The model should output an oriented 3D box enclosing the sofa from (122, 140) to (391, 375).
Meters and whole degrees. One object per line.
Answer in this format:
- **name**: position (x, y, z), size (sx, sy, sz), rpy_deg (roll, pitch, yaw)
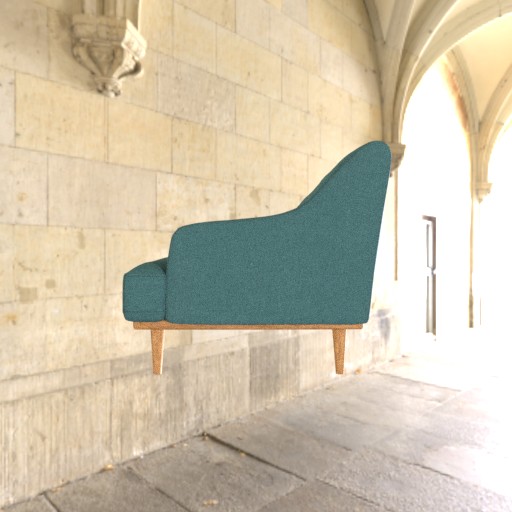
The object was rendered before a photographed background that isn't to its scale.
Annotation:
- **sofa**: position (0.000, 0.000, 2.573), size (0.978, 0.871, 2.057), rpy_deg (0, 0, 0)
